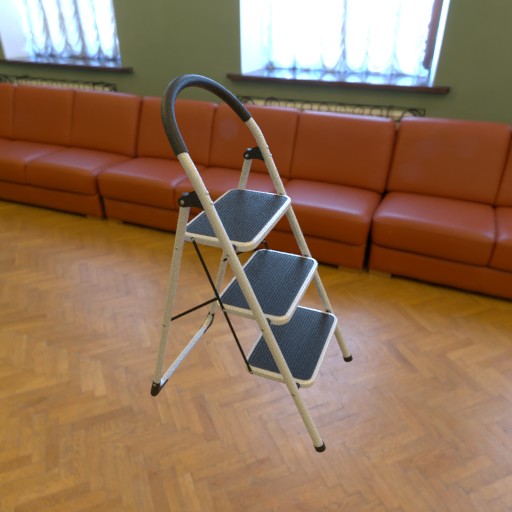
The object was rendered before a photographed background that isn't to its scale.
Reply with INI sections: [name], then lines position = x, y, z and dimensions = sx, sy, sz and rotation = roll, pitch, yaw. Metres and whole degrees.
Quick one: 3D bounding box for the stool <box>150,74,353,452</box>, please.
[stool]
position = 0.000, 0.000, 1.482
dimensions = 0.676, 1.109, 0.485
rotation = 11, 32, 19
